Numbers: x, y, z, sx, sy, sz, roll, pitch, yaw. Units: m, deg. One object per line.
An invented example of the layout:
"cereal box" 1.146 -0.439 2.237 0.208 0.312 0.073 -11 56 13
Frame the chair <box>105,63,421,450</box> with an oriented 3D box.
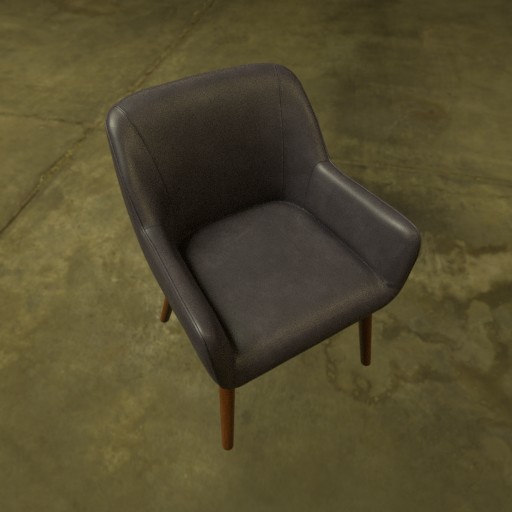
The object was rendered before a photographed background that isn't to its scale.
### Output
"chair" 0.000 0.000 1.255 0.610 0.828 0.610 -24 50 -21
